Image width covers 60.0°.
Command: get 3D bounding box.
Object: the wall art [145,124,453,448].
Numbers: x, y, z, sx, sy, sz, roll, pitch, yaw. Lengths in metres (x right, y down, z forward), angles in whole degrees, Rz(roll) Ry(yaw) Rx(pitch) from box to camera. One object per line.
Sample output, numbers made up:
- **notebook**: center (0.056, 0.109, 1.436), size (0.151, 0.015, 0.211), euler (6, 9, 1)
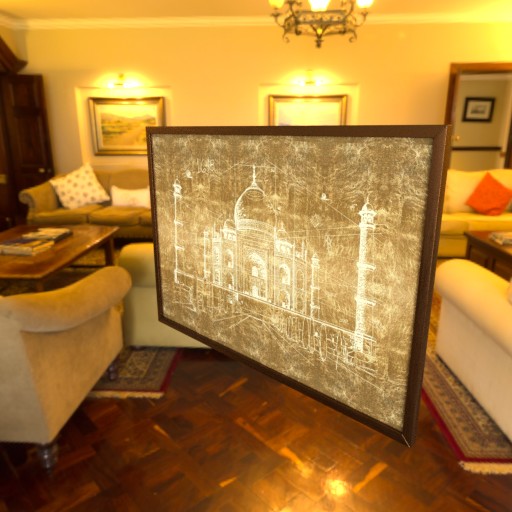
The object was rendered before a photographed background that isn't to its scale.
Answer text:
- **wall art**: center (0.000, 0.000, 0.540), size (0.431, 0.304, 0.012), euler (15, 22, 42)
